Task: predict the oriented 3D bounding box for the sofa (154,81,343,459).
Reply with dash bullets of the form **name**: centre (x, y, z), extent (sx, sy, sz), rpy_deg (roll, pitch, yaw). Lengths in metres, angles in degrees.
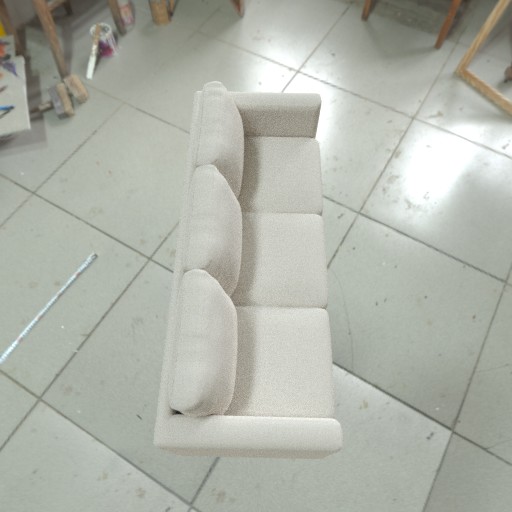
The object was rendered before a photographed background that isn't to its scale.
- **sofa**: centre (0.000, 0.000, 2.477), extent (0.802, 0.912, 2.029), rpy_deg (1, 63, 1)
